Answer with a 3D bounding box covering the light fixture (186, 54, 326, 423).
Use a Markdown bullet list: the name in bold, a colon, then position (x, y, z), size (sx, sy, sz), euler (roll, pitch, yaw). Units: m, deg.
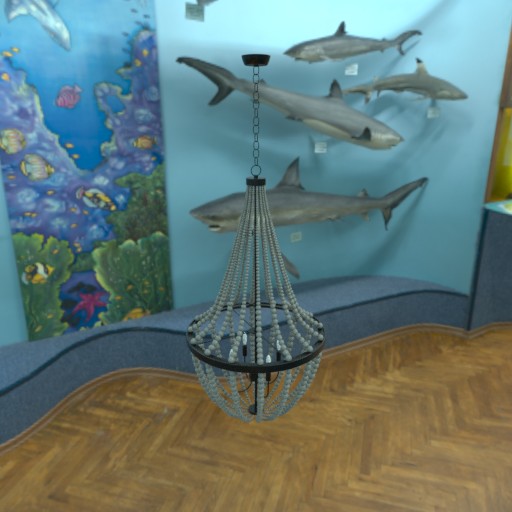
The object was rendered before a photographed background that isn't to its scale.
- **light fixture**: position (0.000, 0.000, 1.366), size (0.450, 1.133, 0.450), euler (0, 17, 0)
